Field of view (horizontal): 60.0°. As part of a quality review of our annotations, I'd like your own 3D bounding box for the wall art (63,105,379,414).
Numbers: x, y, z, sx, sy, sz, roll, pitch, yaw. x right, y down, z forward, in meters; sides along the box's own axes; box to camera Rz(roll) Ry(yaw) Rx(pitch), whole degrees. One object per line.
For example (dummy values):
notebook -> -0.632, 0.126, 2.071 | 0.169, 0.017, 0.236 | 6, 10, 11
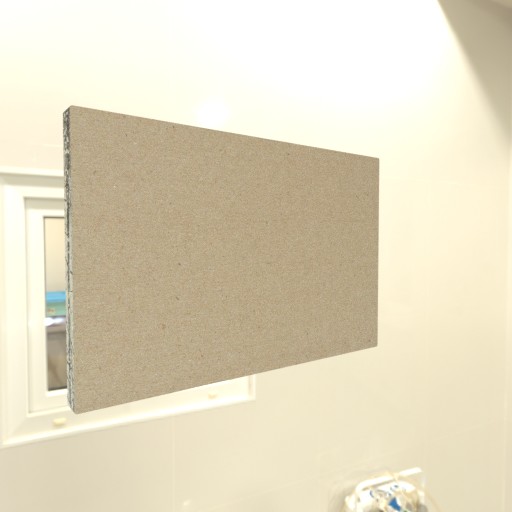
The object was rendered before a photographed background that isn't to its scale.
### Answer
wall art -> 0.000, 0.000, 0.770 | 0.618, 0.398, 0.042 | -2, 3, -36
